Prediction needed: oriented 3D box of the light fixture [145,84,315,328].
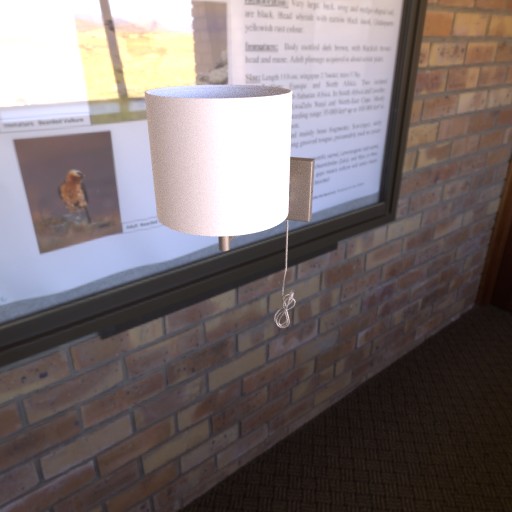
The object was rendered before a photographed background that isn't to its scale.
[{"bbox_3d":[0.000,0.000,0.891,0.203,0.651,0.516,8,27,17],"label":"light fixture"}]
